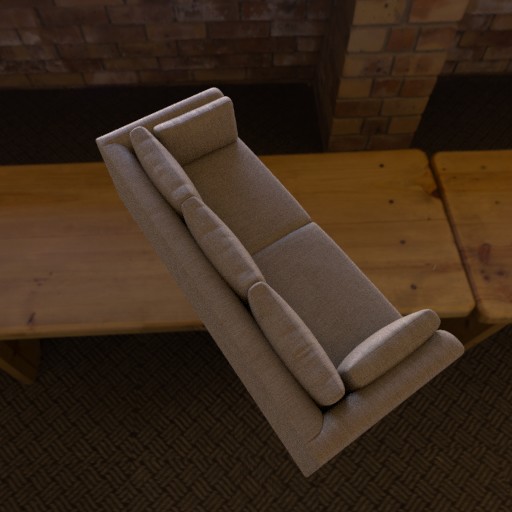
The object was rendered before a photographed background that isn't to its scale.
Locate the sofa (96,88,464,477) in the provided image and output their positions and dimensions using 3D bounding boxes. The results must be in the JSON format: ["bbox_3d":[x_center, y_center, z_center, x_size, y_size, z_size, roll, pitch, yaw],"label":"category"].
[{"bbox_3d":[0.000,0.000,2.871,0.969,0.867,2.415,-30,64,-17],"label":"sofa"}]
